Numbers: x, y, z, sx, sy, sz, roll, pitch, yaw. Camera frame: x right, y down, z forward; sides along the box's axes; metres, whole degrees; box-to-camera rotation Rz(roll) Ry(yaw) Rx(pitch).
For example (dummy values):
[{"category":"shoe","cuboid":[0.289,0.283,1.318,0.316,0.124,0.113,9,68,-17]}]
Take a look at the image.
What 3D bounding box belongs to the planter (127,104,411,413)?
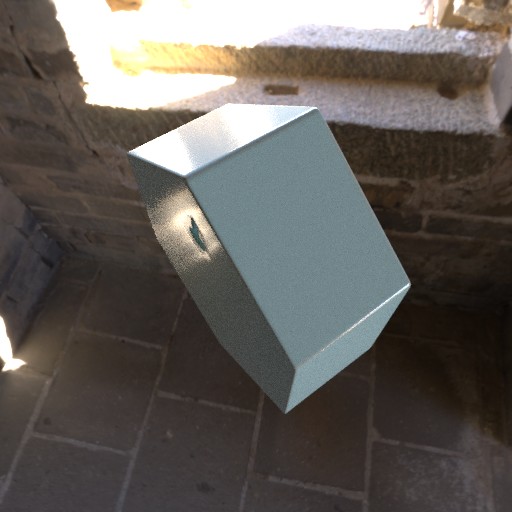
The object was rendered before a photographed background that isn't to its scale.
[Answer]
[{"category":"planter","cuboid":[0.000,0.000,0.293,0.078,0.207,0.169,-32,64,-18]}]
